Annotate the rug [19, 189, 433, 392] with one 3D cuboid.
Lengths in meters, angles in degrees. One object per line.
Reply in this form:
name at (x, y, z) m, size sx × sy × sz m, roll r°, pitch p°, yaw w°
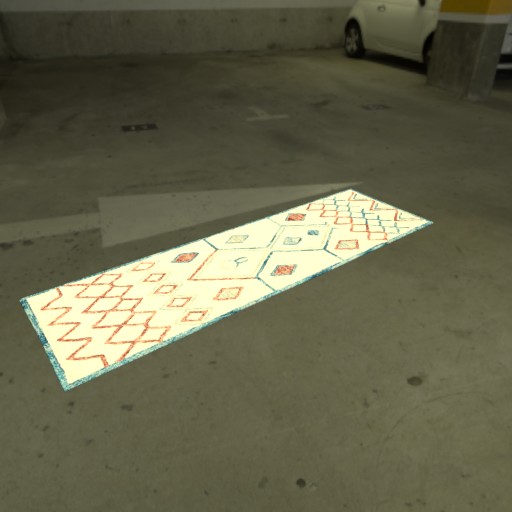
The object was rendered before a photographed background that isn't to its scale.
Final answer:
rug at (0.000, 0.000, 2.613) m, size 2.435 × 0.011 × 0.750 m, roll -21°, pitch 37°, yaw -31°
